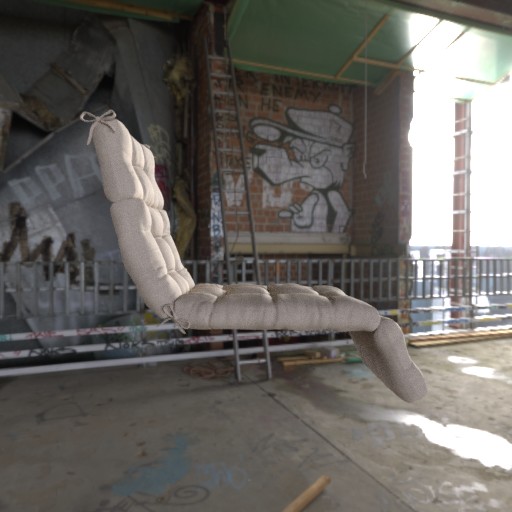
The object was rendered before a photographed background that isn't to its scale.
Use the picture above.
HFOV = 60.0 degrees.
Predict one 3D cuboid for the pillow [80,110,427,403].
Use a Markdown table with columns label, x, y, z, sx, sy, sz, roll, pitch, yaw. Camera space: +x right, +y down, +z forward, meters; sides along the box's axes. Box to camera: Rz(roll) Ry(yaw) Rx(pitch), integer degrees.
| label | x | y | z | sx | sy | sz | roll | pitch | yaw |
| --- | --- | --- | --- | --- | --- | --- | --- | --- | --- |
| pillow | 0.000 | 0.000 | 1.526 | 1.016 | 0.863 | 0.526 | 0 | 1 | -1 |
